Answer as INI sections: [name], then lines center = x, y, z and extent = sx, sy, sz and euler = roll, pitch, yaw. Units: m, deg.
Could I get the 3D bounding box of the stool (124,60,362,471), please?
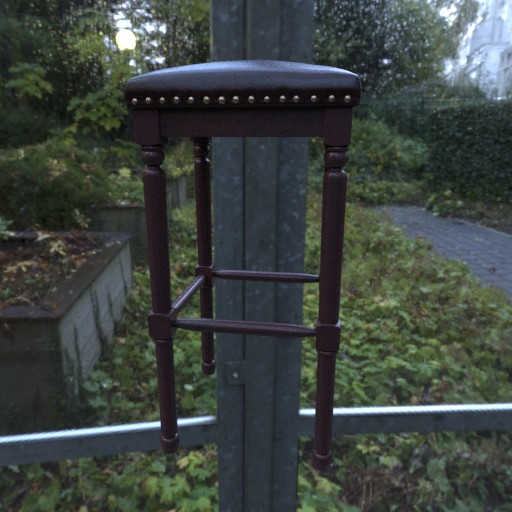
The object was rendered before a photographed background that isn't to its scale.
[stool]
center = 0.000, 0.000, 0.956
extent = 0.382, 0.768, 0.383
euler = 2, 16, 9
